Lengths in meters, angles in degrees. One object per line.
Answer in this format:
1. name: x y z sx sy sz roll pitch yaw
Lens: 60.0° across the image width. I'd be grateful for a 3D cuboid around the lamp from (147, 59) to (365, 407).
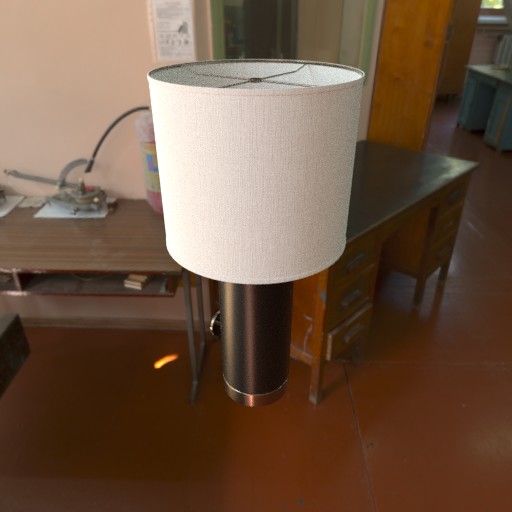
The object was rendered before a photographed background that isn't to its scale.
1. lamp: 0.000 0.000 0.620 0.240 0.482 0.241 19 35 30
